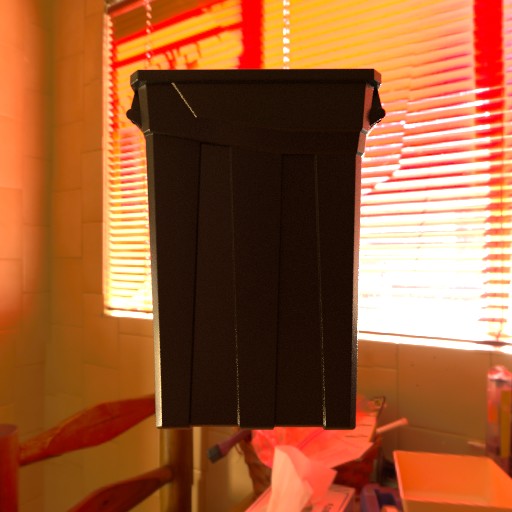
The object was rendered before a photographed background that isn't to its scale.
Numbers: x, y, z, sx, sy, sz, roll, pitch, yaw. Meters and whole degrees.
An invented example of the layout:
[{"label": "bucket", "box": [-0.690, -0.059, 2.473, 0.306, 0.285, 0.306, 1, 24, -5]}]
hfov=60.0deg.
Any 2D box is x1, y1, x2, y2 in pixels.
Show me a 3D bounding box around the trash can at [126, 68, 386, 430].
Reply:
[{"label": "trash can", "box": [0.000, 0.000, 1.041, 0.559, 0.762, 0.281, 0, -1, 1]}]
